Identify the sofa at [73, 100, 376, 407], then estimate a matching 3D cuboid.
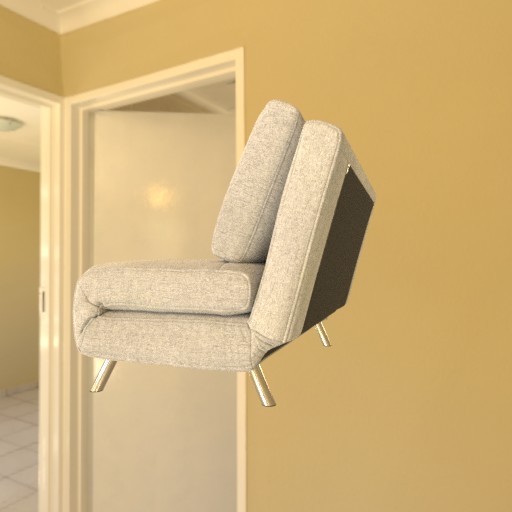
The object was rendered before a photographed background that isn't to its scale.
[{"bbox_3d":[0.000,0.000,1.882,0.910,0.910,1.220,0,-1,19],"label":"sofa"}]
